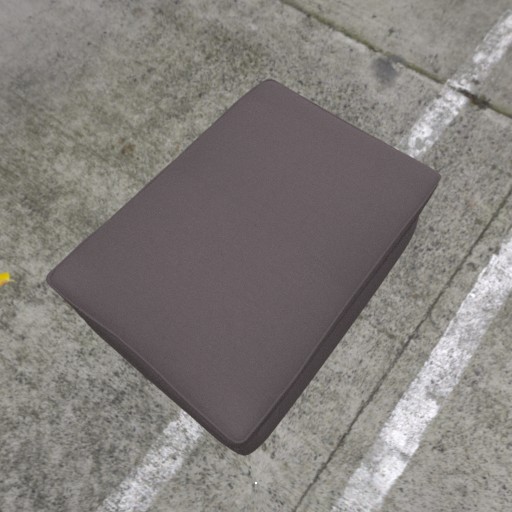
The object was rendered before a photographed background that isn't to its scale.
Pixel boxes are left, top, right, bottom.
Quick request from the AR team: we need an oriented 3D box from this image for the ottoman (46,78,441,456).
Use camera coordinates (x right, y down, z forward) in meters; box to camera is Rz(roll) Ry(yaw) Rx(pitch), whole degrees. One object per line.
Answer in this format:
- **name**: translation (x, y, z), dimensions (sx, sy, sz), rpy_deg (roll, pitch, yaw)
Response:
- **ottoman**: translation (0.000, 0.000, 0.989), dimensions (0.508, 0.406, 0.686), rpy_deg (35, 68, 16)
